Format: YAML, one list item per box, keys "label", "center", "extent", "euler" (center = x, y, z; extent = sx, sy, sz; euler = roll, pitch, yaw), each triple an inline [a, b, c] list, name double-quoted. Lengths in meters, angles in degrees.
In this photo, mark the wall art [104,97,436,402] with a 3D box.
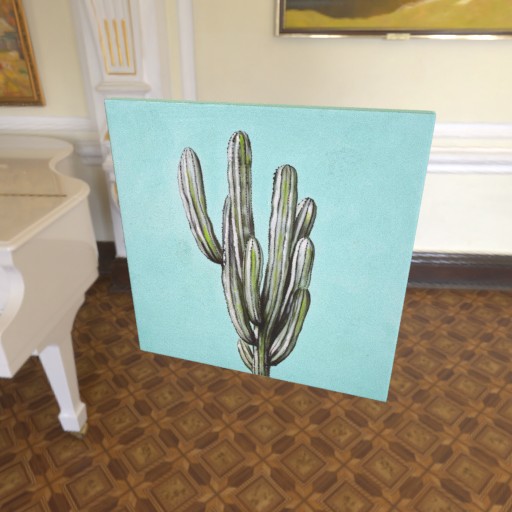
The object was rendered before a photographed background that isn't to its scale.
- label: "wall art"
  center: [0.000, 0.000, 1.641]
  extent: [1.071, 1.073, 0.070]
  euler: [8, 27, 15]
